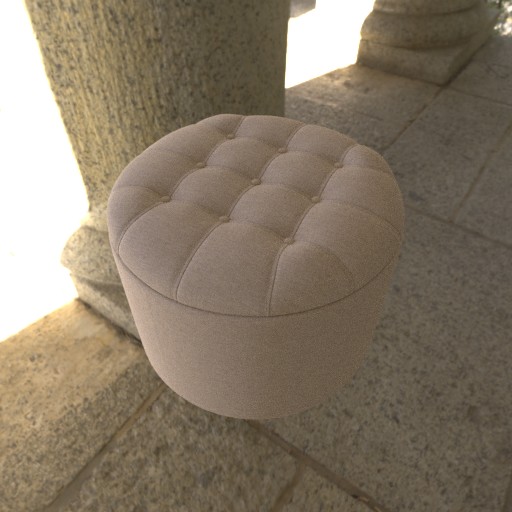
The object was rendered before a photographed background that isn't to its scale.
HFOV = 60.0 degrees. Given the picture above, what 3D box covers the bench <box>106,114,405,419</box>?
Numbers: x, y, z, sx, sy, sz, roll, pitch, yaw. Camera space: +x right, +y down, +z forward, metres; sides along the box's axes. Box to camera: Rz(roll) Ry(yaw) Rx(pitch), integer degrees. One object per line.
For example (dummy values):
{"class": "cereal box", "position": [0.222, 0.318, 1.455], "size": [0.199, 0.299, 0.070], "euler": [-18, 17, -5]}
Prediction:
{"class": "bench", "position": [0.000, 0.000, 1.025], "size": [0.600, 0.454, 0.600], "euler": [0, 45, 0]}
